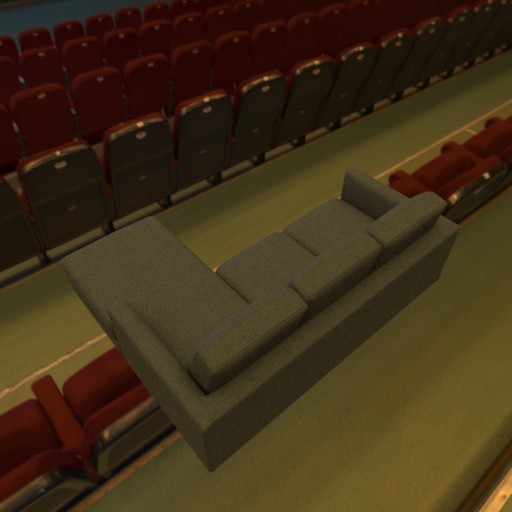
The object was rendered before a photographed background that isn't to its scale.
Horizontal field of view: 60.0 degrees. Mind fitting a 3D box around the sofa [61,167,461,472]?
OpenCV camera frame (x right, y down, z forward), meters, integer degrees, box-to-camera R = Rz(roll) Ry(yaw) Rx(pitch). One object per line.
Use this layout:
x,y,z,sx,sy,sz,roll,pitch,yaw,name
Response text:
0.000,0.000,2.972,2.055,0.957,1.667,-31,53,-27,sofa
